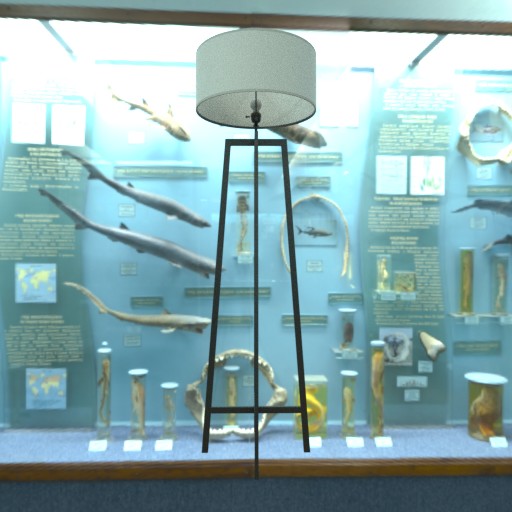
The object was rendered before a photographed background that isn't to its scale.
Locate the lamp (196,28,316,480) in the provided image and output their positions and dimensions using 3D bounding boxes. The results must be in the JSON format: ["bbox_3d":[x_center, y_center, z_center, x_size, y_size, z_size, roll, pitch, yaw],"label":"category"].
[{"bbox_3d":[0.000,0.000,1.699,0.456,1.510,0.457,0,1,-1],"label":"lamp"}]
